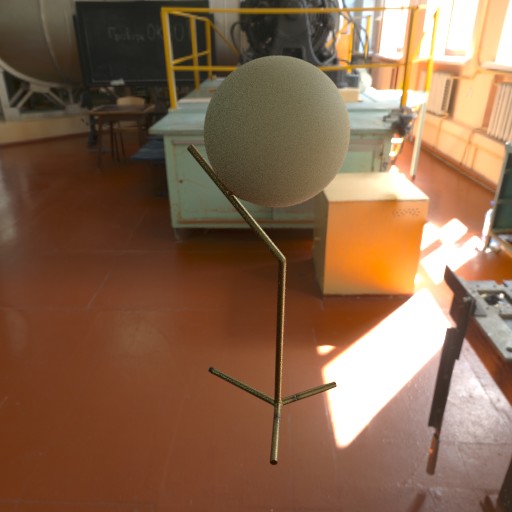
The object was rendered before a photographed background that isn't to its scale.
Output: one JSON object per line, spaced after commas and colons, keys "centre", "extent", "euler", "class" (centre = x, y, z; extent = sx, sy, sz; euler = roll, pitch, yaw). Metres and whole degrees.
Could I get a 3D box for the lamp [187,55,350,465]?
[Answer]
{"centre": [0.000, 0.000, 0.668], "extent": [0.251, 0.552, 0.210], "euler": [17, 31, 32], "class": "lamp"}
